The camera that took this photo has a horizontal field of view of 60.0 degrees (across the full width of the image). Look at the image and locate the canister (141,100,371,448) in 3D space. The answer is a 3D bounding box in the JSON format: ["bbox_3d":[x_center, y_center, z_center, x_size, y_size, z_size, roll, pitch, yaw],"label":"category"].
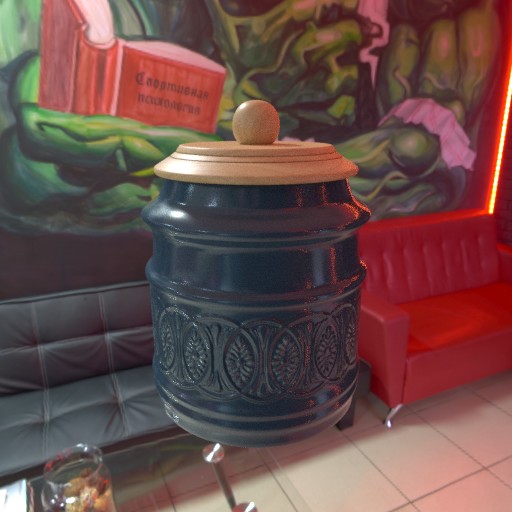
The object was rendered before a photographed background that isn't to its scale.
[{"bbox_3d":[0.000,0.000,0.266,0.130,0.176,0.130,0,17,0],"label":"canister"}]
